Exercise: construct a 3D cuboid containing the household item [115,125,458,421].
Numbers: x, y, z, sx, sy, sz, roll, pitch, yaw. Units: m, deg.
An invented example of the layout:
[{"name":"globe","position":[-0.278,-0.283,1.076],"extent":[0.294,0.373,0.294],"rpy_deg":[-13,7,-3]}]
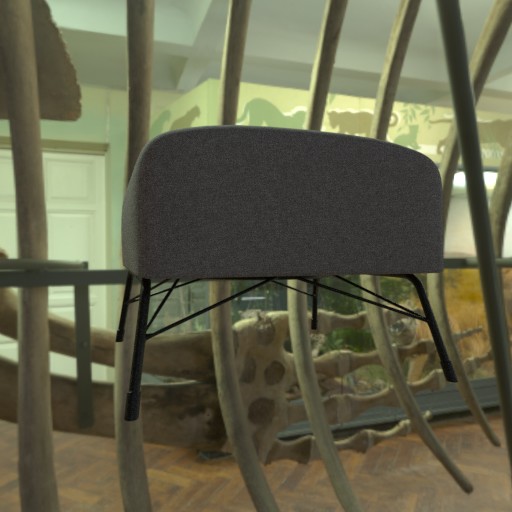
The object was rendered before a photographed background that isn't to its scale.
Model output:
[{"name":"household item","position":[0.000,0.000,0.891],"extent":[0.530,0.410,0.530],"rpy_deg":[0,1,-19]}]
